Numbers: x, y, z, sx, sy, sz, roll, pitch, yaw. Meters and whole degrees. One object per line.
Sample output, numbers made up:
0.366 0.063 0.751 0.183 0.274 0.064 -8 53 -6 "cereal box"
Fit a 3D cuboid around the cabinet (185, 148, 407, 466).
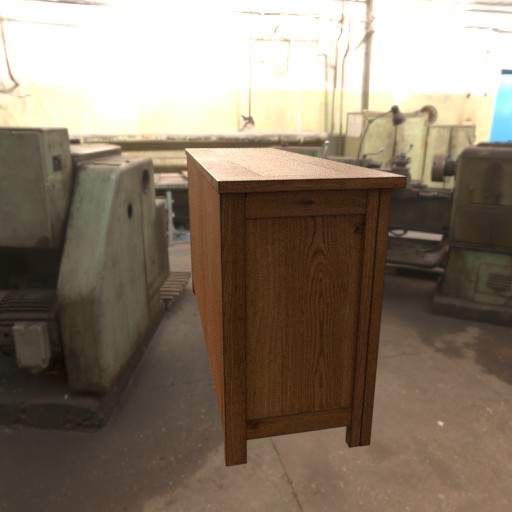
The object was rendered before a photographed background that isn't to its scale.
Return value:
0.000 0.000 1.867 0.480 0.813 1.474 -3 17 -11 "cabinet"
